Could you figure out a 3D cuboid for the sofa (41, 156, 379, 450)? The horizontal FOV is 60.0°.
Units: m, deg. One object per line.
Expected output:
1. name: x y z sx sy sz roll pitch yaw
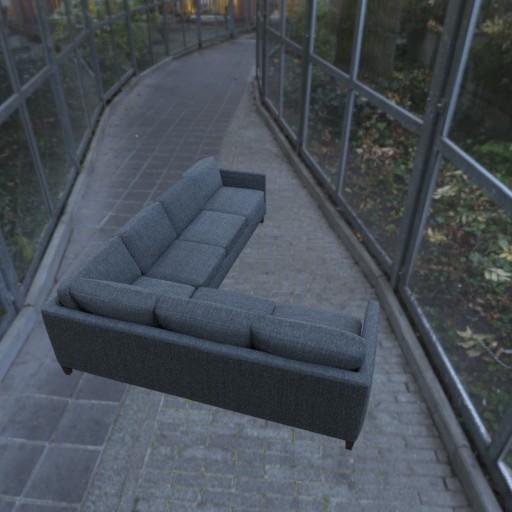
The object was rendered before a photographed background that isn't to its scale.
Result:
1. sofa: 0.000 0.000 4.598 2.593 0.947 3.302 9 34 14
